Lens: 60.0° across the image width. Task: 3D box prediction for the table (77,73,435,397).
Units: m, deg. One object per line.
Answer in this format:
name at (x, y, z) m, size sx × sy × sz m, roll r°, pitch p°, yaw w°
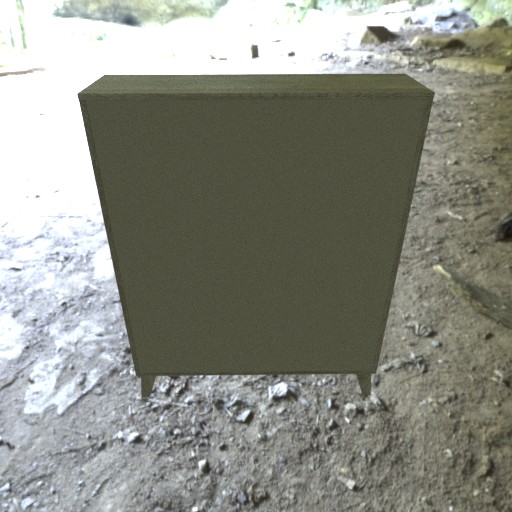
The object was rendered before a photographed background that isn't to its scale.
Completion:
table at (0.000, 0.000, 1.528) m, size 0.902 × 1.135 × 0.256 m, roll 0°, pitch 33°, yaw -1°
